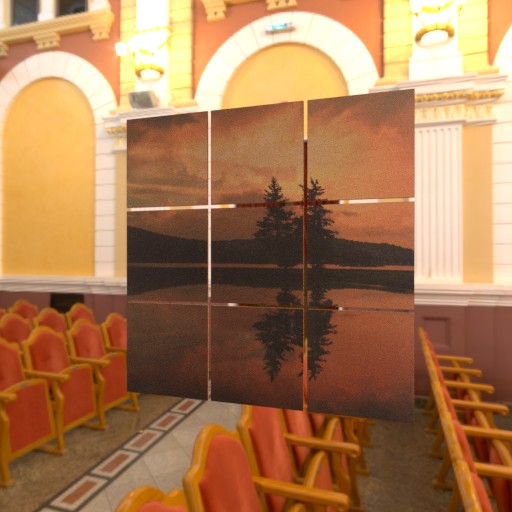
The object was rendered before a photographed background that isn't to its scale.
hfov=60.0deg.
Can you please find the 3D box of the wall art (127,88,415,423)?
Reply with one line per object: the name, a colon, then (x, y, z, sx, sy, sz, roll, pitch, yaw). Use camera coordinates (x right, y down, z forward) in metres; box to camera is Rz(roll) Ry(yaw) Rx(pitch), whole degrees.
wall art: (0.000, 0.000, 2.258, 1.520, 1.525, 0.013, 0, 0, 18)
